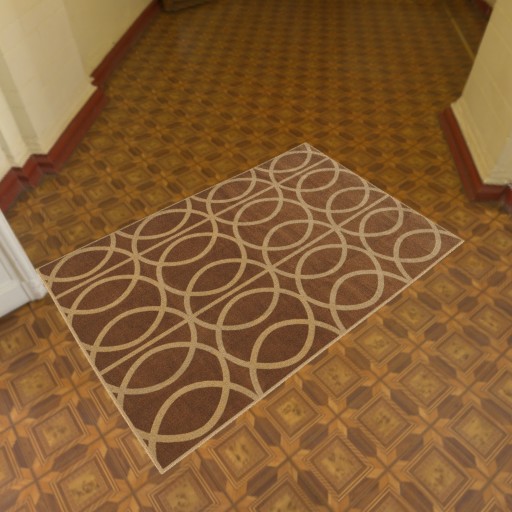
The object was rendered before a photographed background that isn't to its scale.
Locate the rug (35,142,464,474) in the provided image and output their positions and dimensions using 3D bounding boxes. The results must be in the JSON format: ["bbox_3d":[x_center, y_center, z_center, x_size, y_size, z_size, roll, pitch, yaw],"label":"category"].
[{"bbox_3d":[0.000,0.000,2.812,2.294,0.014,1.528,-30,54,-26],"label":"rug"}]
